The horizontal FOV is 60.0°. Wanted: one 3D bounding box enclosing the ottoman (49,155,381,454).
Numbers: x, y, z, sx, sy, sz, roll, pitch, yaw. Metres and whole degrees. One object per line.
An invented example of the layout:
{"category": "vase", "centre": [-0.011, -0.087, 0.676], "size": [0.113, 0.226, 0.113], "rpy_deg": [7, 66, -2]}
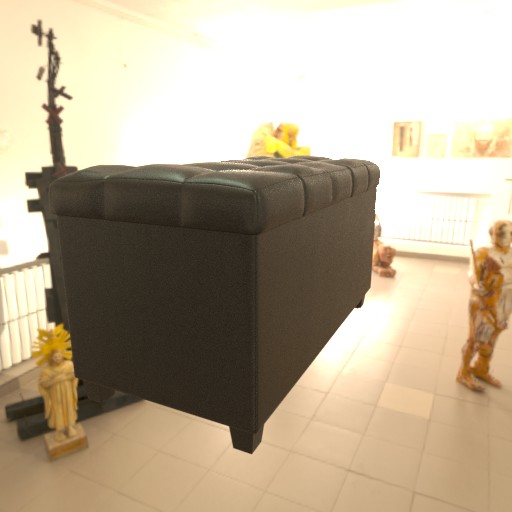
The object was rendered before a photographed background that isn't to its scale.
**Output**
{"category": "ottoman", "centre": [0.000, 0.000, 1.097], "size": [0.432, 0.470, 0.838], "rpy_deg": [7, 16, 26]}
